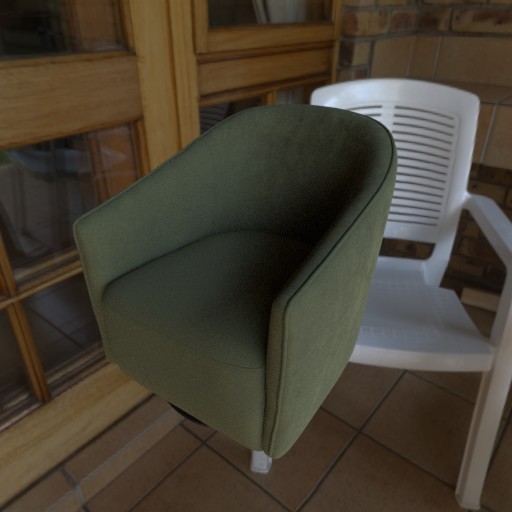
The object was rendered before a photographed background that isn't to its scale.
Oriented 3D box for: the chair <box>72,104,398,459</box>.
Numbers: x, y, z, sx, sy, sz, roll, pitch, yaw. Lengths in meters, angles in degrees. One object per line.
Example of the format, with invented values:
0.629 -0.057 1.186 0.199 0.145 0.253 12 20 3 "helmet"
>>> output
0.000 0.000 1.428 0.747 0.799 0.875 19 35 29 "chair"
